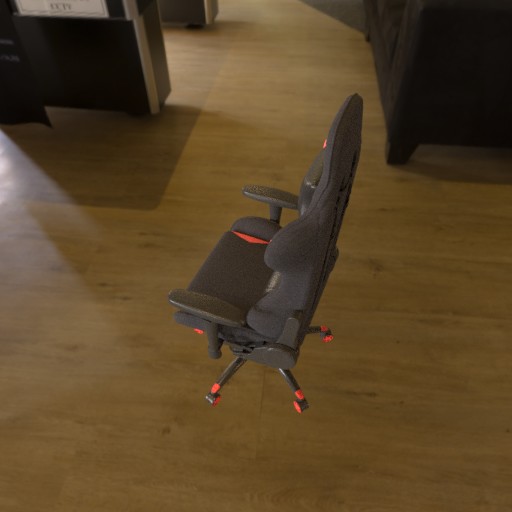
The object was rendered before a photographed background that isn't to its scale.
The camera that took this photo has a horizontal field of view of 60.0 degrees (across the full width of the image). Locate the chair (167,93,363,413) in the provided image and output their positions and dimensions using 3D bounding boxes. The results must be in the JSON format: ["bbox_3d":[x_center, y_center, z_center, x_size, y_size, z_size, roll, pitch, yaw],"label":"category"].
[{"bbox_3d":[0.000,0.000,1.674,0.658,1.326,0.695,17,49,15],"label":"chair"}]
